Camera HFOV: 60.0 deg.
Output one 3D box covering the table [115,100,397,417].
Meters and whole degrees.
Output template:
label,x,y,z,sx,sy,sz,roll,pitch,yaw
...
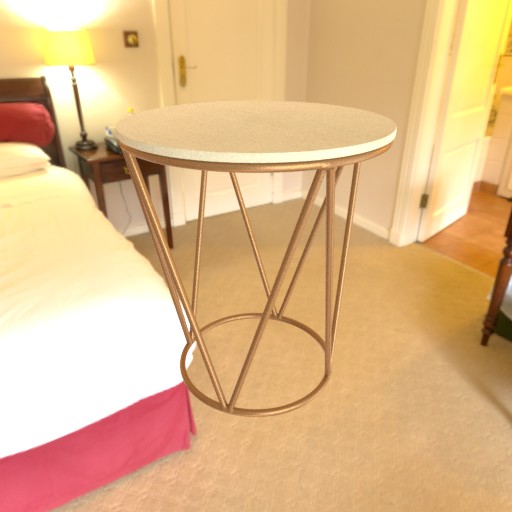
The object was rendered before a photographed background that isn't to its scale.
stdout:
label,x,y,z,sx,sy,sz,roll,pitch,yaw
table,0.000,0.000,0.945,0.500,0.564,0.500,0,27,0
